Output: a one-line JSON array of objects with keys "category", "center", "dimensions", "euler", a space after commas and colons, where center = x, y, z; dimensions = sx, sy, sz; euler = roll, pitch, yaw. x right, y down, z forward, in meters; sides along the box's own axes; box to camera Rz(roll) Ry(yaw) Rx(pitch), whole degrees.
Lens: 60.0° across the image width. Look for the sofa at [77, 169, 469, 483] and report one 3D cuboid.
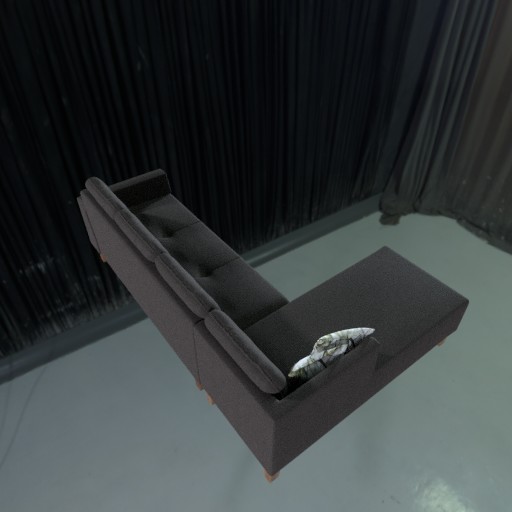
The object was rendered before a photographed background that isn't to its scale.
[{"category": "sofa", "center": [0.000, 0.000, 3.549], "dimensions": [1.829, 0.932, 2.679], "euler": [-27, 48, -27]}]
